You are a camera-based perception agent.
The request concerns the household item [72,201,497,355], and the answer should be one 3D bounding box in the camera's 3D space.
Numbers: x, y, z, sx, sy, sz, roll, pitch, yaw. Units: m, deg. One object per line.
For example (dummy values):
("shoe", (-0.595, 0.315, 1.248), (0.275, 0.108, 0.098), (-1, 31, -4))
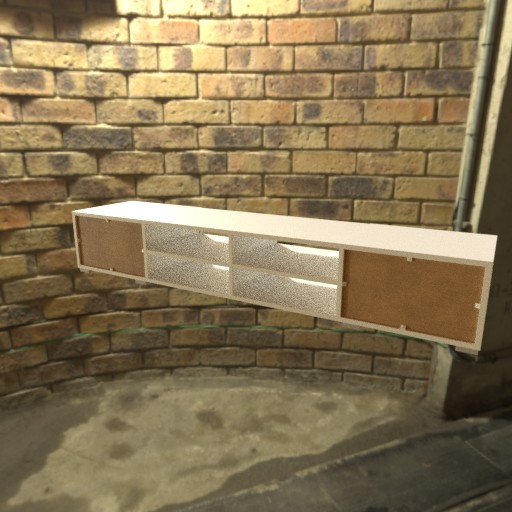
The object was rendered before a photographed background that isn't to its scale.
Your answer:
("household item", (0.000, 0.000, 1.969), (1.850, 0.310, 0.420), (8, 17, 28))
